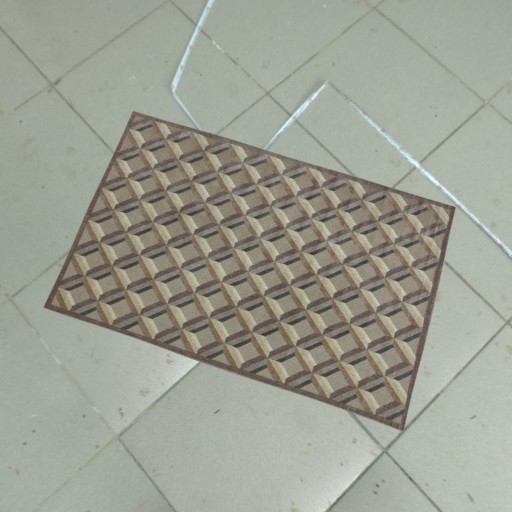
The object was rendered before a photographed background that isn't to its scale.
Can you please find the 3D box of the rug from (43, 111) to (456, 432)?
[{"bbox_3d":[0.000,0.000,2.064,1.677,0.011,1.066,18,76,5],"label":"rug"}]
